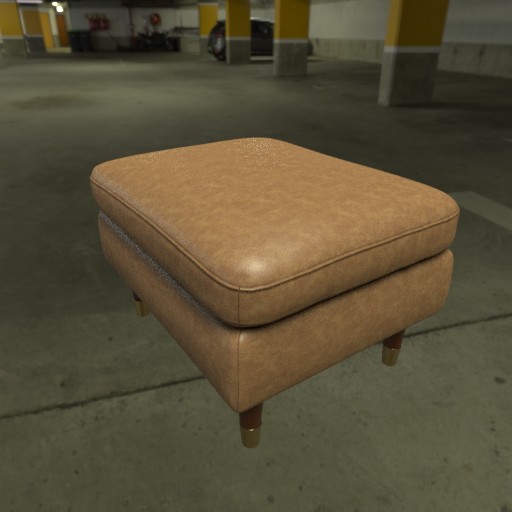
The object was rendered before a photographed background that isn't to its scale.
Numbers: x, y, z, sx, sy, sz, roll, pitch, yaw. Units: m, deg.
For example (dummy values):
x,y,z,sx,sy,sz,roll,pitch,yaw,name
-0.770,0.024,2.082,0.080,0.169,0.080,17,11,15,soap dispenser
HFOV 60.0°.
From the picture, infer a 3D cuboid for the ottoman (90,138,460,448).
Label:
x,y,z,sx,sy,sz,roll,pitch,yaw,name
0.000,0.000,1.093,0.593,0.478,0.747,-18,32,-31,ottoman
